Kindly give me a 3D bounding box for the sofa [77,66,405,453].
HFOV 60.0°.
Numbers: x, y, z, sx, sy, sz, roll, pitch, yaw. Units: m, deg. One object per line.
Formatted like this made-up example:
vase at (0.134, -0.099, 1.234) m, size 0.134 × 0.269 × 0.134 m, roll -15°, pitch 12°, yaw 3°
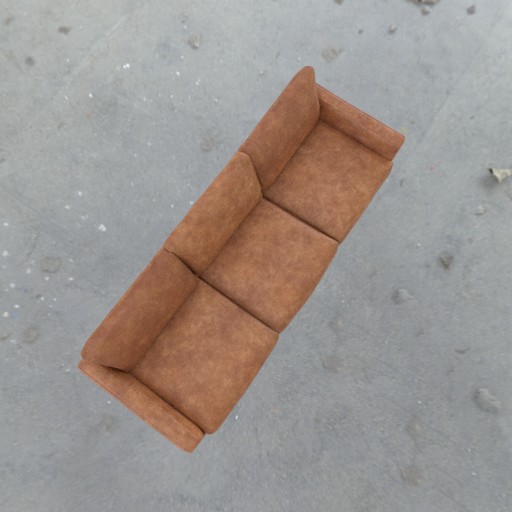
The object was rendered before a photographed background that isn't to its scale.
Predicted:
sofa at (0.000, 0.000, 2.483) m, size 0.748 × 0.863 × 2.029 m, roll 34°, pitch 78°, yaw 8°
